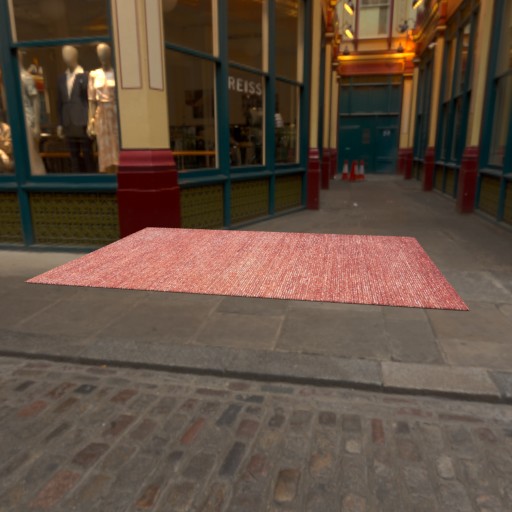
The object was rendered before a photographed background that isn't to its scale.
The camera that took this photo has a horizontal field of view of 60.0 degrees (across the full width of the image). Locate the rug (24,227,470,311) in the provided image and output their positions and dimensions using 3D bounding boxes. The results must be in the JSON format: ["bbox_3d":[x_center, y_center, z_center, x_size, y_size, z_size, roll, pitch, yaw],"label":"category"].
[{"bbox_3d":[0.000,0.000,5.182,3.965,0.025,2.803,3,15,10],"label":"rug"}]
